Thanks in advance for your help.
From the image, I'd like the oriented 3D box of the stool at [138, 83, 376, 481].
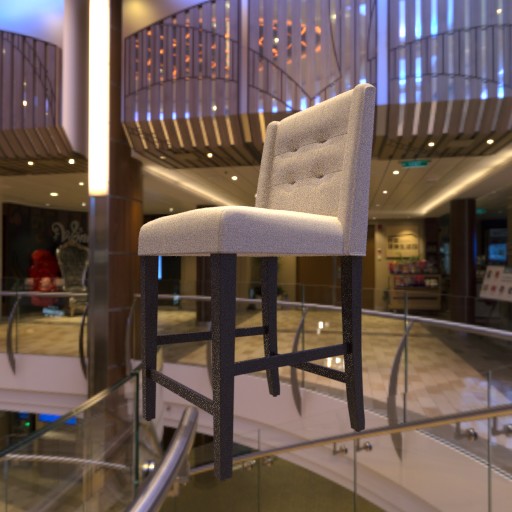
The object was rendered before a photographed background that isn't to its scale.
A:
[{"bbox_3d":[0.000,0.000,1.232,0.509,0.939,0.474,0,-1,-35],"label":"stool"}]
